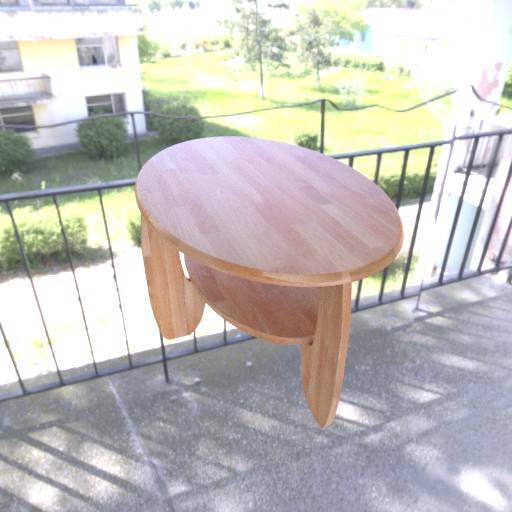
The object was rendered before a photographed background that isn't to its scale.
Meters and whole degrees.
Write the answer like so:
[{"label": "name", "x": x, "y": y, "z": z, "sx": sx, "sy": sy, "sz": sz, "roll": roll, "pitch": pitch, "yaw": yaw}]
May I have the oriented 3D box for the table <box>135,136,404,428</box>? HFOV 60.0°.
[{"label": "table", "x": 0.000, "y": 0.000, "z": 1.402, "sx": 0.690, "sy": 0.490, "sz": 1.040, "roll": -11, "pitch": 33, "yaw": -18}]
